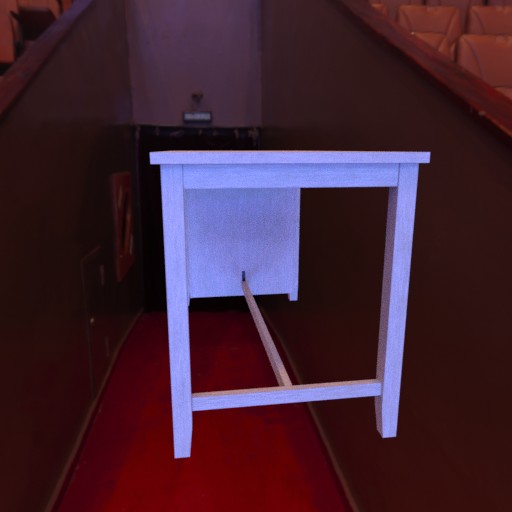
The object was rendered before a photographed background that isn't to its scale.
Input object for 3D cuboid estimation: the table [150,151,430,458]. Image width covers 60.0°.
[{"bbox_3d":[0.000,0.000,1.900,0.729,0.874,1.397,-2,14,-8],"label":"table"}]
